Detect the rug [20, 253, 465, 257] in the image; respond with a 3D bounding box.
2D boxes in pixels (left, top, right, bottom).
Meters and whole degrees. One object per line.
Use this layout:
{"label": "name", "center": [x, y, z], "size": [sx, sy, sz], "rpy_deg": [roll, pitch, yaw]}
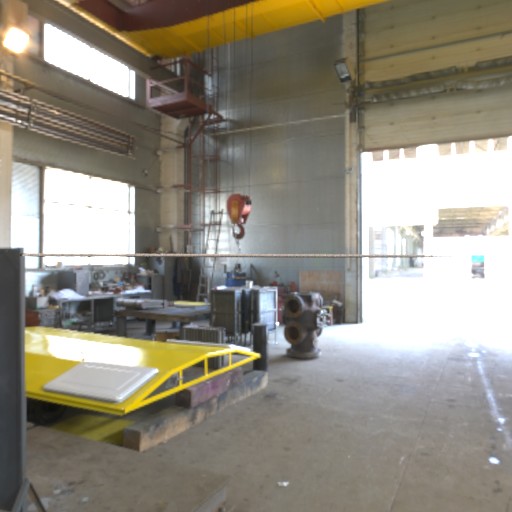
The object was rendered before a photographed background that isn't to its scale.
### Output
{"label": "rug", "center": [0.000, 0.000, 2.692], "size": [2.438, 0.012, 0.762], "rpy_deg": [0, 0, -18]}
